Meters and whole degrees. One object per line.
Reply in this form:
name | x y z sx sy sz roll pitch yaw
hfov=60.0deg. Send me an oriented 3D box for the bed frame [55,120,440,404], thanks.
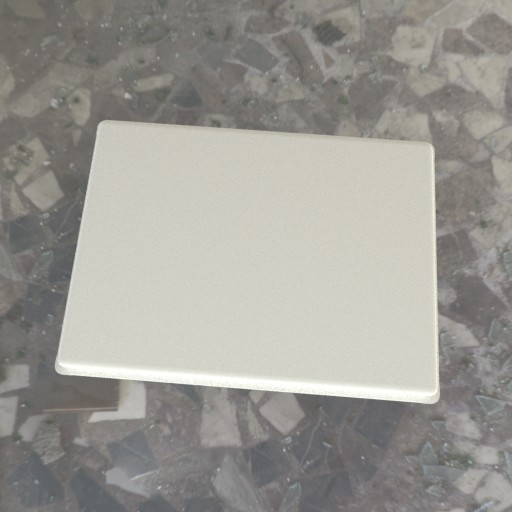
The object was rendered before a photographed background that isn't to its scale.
bed frame | 0.000 0.000 2.445 1.900 0.406 1.400 4 76 1
